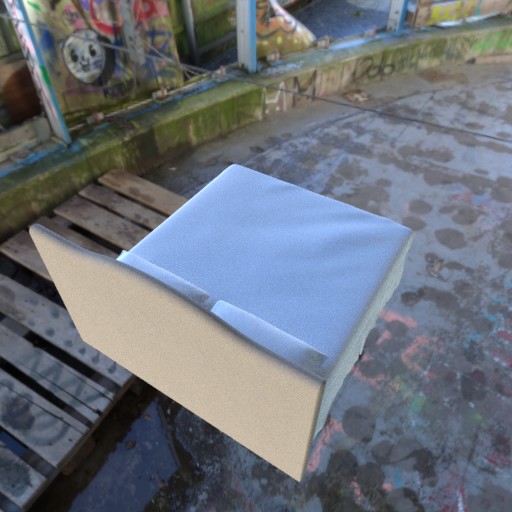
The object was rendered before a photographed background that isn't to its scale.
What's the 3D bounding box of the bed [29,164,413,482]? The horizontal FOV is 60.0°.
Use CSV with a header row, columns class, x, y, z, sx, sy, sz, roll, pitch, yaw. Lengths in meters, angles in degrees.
class,x,y,z,sx,sy,sz,roll,pitch,yaw
bed,0.000,0.000,3.505,2.083,1.421,2.182,24,50,22
